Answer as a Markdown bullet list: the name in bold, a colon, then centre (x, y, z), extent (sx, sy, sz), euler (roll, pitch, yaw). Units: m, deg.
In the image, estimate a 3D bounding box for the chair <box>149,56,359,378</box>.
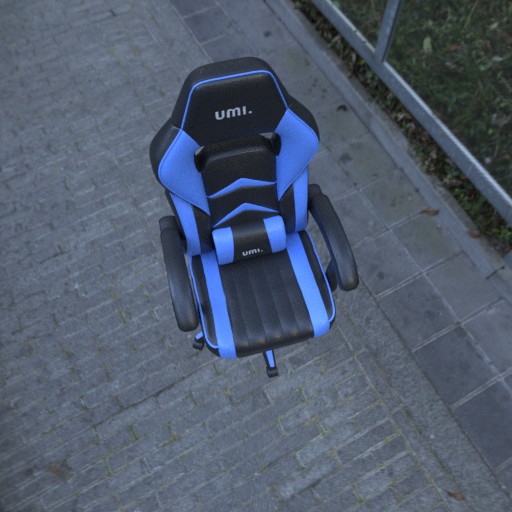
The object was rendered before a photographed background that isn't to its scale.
- **chair**: centre (0.000, 0.000, 1.707), extent (0.700, 1.280, 0.700), euler (-13, 65, -6)
